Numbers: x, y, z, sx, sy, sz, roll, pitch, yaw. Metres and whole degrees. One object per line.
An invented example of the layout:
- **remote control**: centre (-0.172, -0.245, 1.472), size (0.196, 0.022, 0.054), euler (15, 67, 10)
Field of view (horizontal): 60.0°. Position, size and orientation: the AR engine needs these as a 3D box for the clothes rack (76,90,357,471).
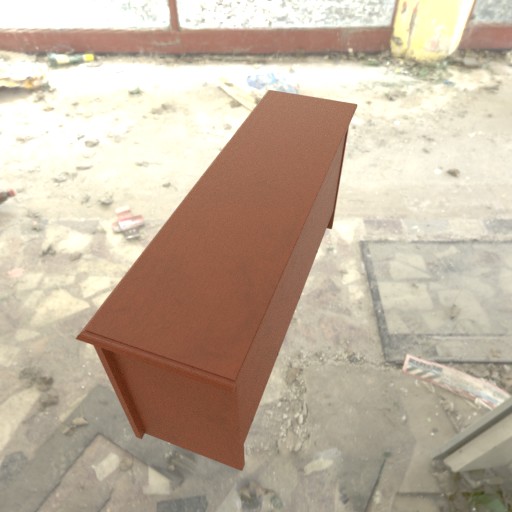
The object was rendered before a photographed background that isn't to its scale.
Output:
- **clothes rack**: centre (0.000, 0.000, 1.517), size (0.362, 0.594, 1.251), euler (15, 47, 14)
